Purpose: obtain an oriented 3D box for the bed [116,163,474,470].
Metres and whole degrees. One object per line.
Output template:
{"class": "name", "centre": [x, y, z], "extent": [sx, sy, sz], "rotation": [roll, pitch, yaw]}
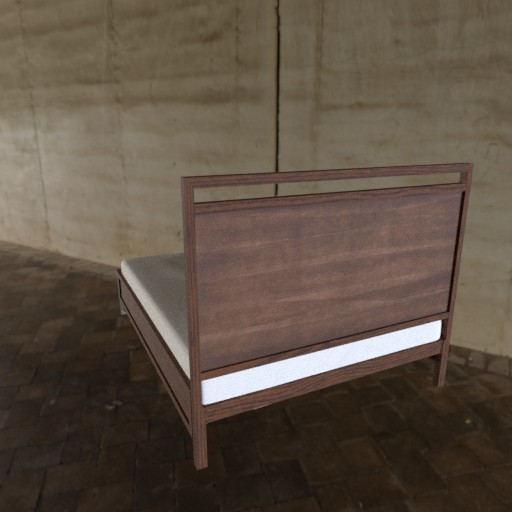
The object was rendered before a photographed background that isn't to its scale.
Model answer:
{"class": "bed", "centre": [0.000, 0.000, 3.394], "extent": [1.765, 1.487, 2.218], "rotation": [-8, 18, -25]}
